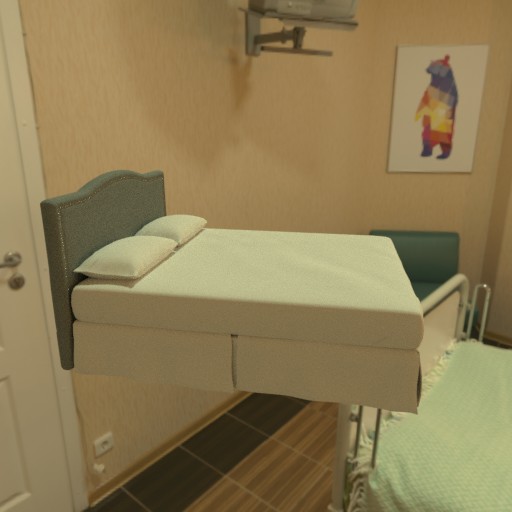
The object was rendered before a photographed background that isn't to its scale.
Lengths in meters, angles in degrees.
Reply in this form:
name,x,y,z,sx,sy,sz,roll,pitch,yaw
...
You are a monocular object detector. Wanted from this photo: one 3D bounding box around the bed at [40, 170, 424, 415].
name,x,y,z,sx,sy,sz,roll,pitch,yaw
bed,0.000,0.000,3.969,2.689,1.457,2.161,3,17,10
